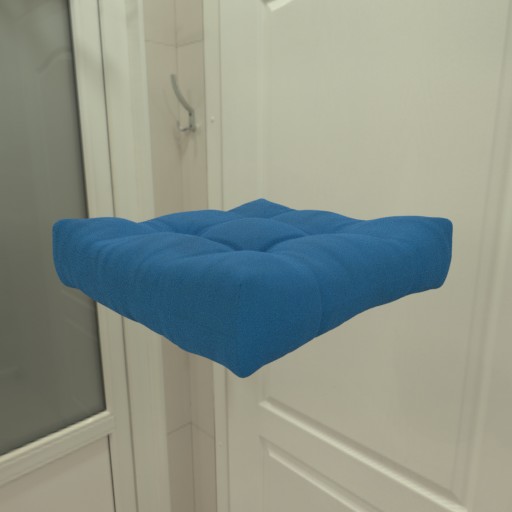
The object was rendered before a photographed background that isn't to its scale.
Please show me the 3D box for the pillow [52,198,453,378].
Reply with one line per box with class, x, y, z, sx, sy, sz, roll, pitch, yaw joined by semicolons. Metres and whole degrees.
pillow;0.000;0.000;0.723;0.490;0.128;0.468;-13;19;-43
